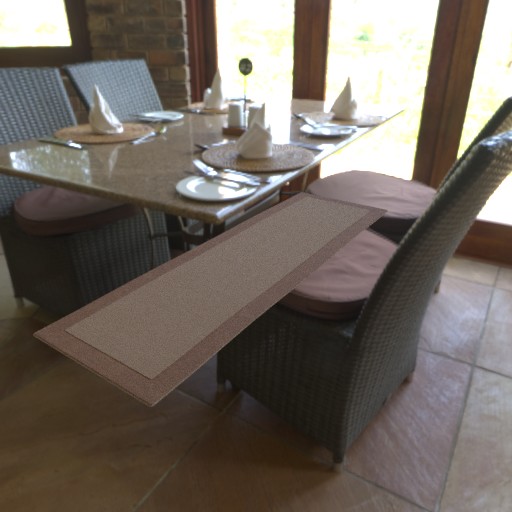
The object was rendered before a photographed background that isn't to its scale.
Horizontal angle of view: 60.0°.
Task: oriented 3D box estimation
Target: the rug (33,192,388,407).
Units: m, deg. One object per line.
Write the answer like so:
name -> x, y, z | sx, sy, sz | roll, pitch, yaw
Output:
rug -> 0.000, 0.000, 2.683 | 0.767, 0.012, 2.430 | 17, 31, 31
